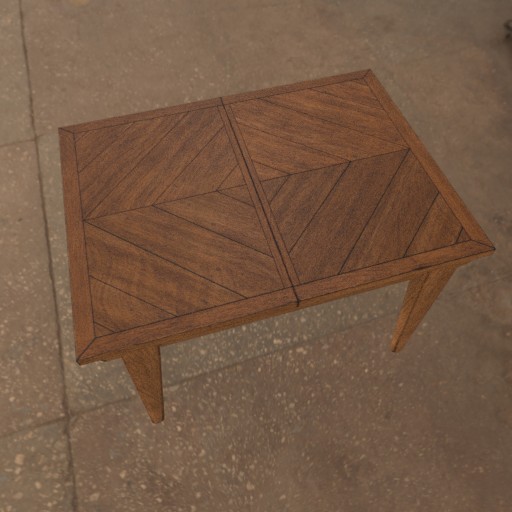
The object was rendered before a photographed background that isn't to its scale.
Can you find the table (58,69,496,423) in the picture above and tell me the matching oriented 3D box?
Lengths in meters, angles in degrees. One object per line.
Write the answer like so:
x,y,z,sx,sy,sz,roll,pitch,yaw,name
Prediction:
0.000,0.000,1.543,1.027,0.760,0.757,-14,59,-9,table
